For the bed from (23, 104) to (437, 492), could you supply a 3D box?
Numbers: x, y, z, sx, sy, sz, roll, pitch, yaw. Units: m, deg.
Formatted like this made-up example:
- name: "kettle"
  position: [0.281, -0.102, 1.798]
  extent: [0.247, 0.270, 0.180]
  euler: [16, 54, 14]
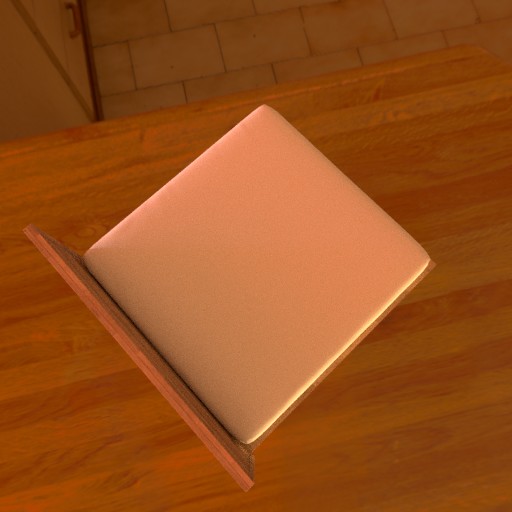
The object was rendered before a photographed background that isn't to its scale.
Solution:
- name: "bed"
  position: [0.000, 0.000, 3.390]
  extent: [2.167, 1.100, 2.116]
  euler: [-42, 79, -10]
